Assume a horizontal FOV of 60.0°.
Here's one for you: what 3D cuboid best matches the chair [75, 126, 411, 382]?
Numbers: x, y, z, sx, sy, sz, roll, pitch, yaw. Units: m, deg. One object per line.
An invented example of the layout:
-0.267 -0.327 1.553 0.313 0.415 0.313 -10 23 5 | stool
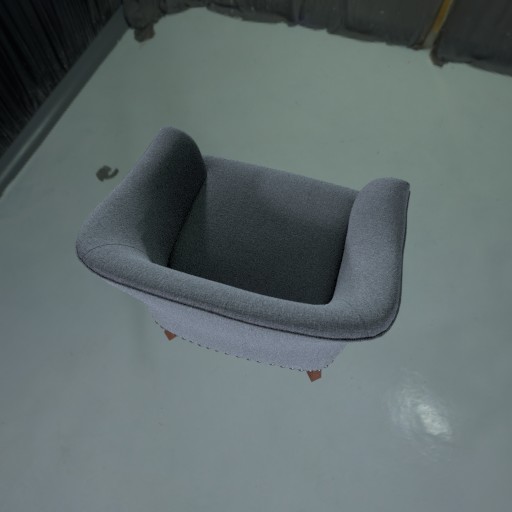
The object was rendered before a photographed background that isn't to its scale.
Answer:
0.000 0.000 1.392 0.798 0.815 0.704 15 64 8 | chair
